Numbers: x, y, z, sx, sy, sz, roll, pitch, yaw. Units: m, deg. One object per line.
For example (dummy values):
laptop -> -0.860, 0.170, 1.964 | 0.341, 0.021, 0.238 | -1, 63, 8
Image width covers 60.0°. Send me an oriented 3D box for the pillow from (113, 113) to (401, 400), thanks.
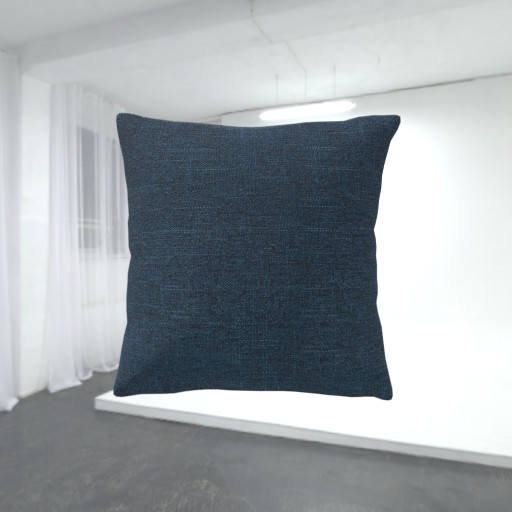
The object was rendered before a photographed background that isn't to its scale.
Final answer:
pillow -> 0.000, 0.000, 0.679 | 0.435, 0.435, 0.159 | 0, 0, 0
